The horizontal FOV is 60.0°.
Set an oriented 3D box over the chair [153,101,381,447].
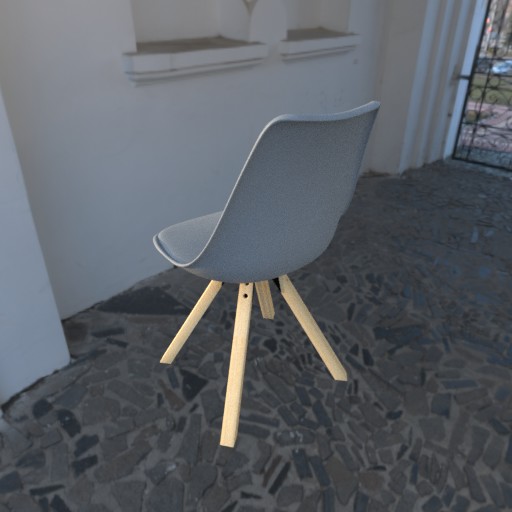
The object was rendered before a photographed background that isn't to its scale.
[{"bbox_3d":[0.000,0.000,1.194,0.485,0.850,0.549,-19,34,-30],"label":"chair"}]
